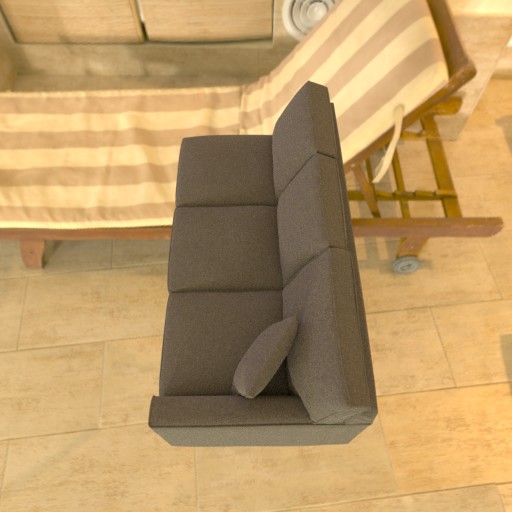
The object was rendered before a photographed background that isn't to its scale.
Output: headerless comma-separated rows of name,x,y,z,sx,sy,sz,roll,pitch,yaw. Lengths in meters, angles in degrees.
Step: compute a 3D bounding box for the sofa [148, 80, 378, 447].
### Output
sofa,0.000,0.000,2.596,1.034,0.946,1.963,-1,59,0
